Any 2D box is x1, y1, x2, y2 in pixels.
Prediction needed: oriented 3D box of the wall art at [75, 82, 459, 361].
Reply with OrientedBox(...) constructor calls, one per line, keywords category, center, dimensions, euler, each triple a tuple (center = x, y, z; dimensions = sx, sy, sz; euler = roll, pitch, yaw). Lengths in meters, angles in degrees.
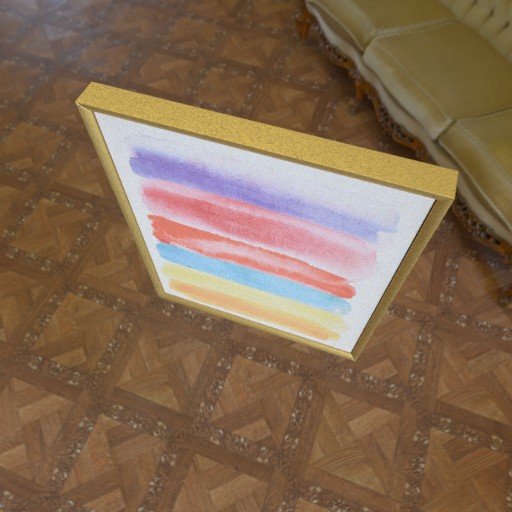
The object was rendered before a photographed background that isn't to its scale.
OrientedBox(category="wall art", center=(0.000, 0.000, 0.879), dimensions=(0.537, 0.642, 0.048), euler=(17, 60, 10))
